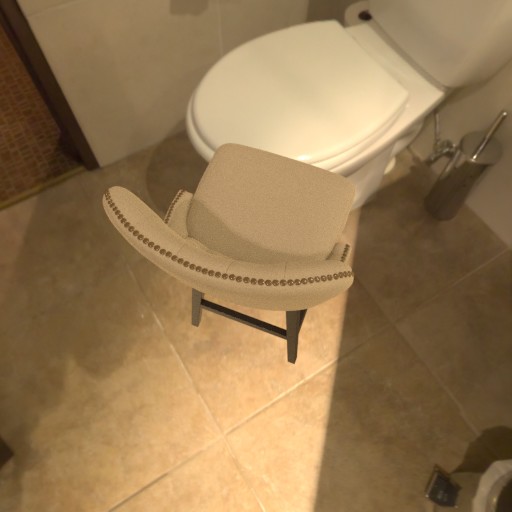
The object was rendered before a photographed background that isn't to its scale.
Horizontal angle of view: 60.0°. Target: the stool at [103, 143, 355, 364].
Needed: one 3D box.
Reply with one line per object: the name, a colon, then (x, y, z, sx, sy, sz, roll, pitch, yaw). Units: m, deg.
stool: (0.000, 0.000, 1.327, 0.528, 0.971, 0.593, 19, 65, 9)
